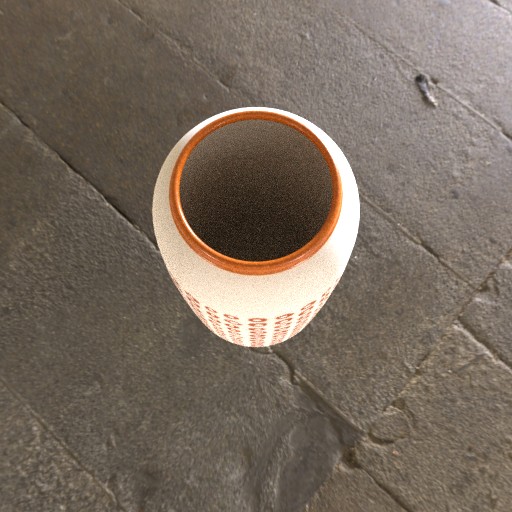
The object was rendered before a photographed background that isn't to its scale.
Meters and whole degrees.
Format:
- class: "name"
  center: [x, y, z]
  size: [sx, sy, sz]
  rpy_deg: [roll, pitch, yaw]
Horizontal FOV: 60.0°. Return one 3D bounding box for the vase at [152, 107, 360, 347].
- class: "vase"
  center: [0.000, 0.000, 0.348]
  size: [0.133, 0.282, 0.133]
  rpy_deg: [0, 76, 0]
